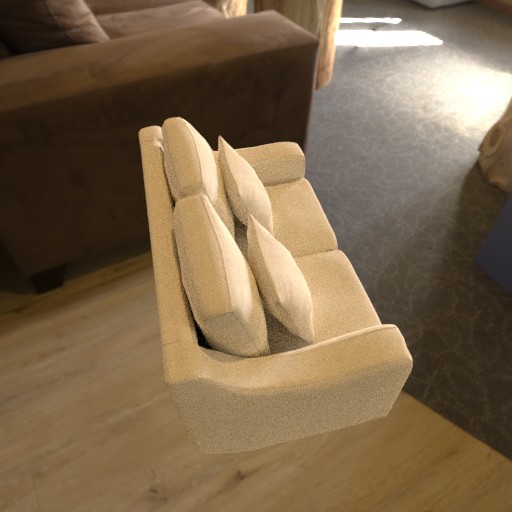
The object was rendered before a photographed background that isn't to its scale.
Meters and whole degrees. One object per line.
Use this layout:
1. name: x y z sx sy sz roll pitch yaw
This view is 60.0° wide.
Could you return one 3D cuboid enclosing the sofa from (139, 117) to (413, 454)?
1. sofa: 0.000 0.000 2.407 1.040 1.047 1.744 -10 48 -9
